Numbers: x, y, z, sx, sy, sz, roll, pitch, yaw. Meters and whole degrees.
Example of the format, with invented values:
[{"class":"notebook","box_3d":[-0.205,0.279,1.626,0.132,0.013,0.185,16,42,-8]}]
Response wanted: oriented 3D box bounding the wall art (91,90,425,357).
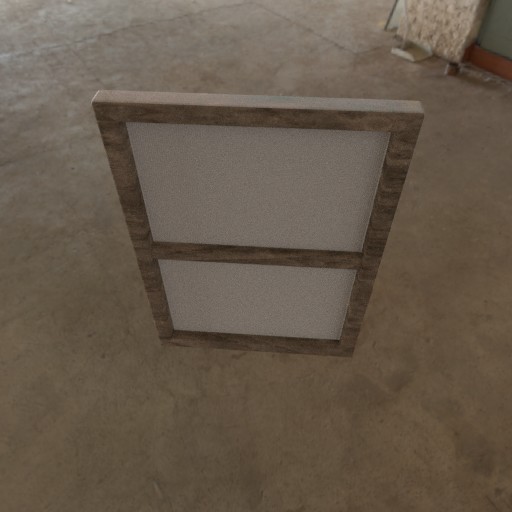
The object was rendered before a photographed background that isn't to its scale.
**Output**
[{"class":"wall art","box_3d":[0.000,0.000,0.813,0.443,0.605,0.035,3,47,3]}]
